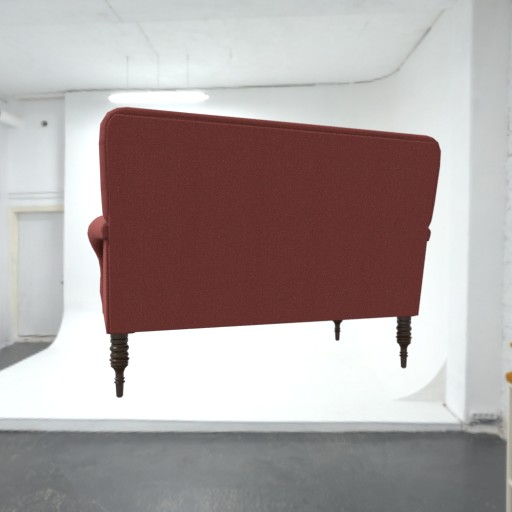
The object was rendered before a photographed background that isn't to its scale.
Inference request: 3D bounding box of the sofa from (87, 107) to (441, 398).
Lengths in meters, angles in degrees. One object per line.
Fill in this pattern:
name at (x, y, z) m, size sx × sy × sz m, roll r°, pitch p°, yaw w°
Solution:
sofa at (0.000, 0.000, 1.808) m, size 1.297 × 0.889 × 0.779 m, roll 0°, pitch 1°, yaw -18°
